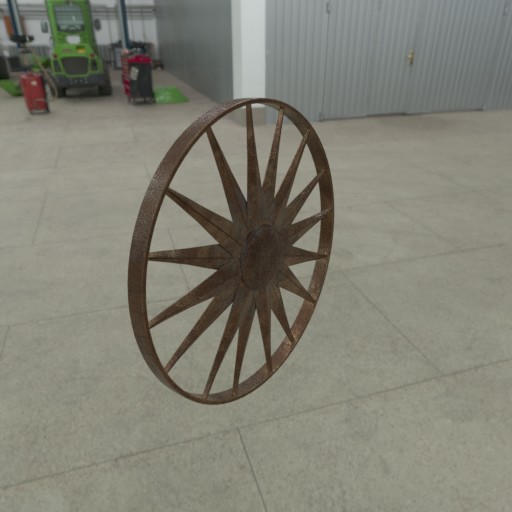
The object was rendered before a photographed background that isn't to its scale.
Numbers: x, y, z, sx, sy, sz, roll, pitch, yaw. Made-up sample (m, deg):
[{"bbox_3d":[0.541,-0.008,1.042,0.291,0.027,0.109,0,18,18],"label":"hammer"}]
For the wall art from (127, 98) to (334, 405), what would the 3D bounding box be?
[{"bbox_3d":[0.000,0.000,0.866,0.084,0.583,0.582,19,33,32],"label":"wall art"}]
